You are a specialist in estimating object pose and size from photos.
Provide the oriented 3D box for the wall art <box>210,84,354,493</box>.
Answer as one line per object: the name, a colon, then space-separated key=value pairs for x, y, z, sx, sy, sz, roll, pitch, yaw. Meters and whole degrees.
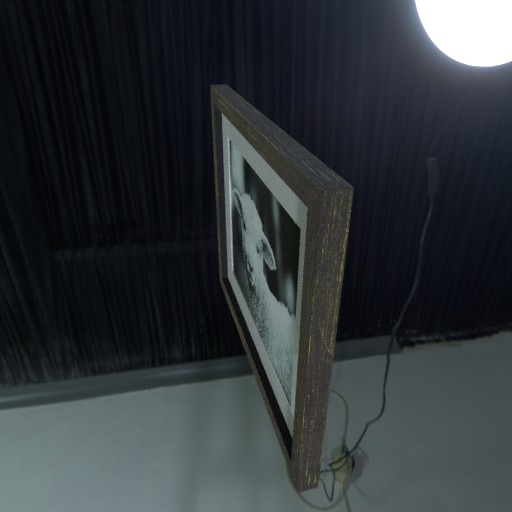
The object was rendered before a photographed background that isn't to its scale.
wall art: x=0.000 y=0.000 z=0.747 sx=0.032 sy=0.457 sz=0.558 roll=-8 pitch=31 yaw=-13
